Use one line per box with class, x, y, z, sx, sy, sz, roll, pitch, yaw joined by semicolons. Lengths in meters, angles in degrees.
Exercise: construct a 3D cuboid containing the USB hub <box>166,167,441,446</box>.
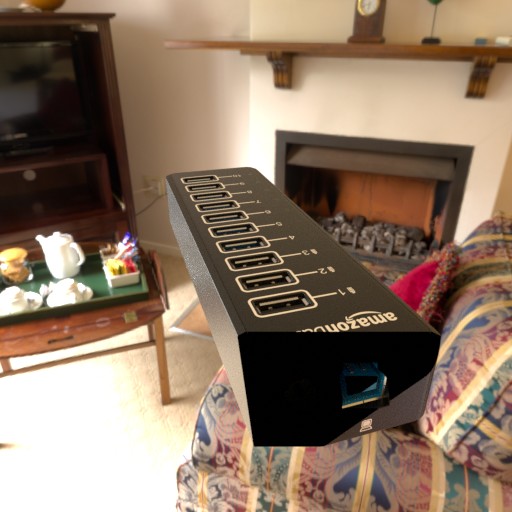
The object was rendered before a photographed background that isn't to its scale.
USB hub;0.000;0.000;0.158;0.044;0.023;0.145;-8;29;-16
